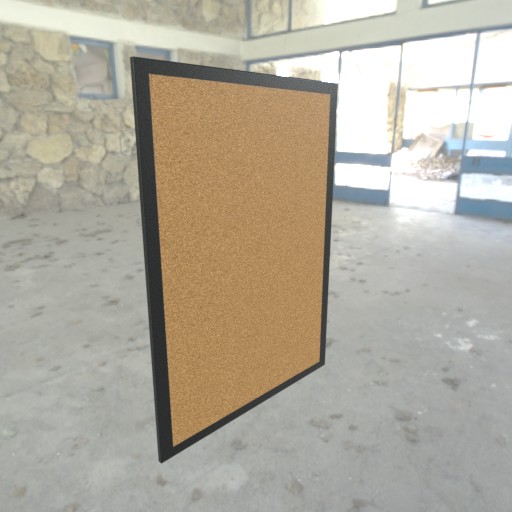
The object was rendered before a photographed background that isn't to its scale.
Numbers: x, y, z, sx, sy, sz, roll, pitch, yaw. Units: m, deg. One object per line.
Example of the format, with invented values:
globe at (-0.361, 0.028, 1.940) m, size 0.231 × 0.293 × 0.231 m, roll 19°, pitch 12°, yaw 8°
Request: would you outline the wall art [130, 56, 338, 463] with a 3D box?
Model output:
wall art at (0.000, 0.000, 1.258) m, size 0.013 × 0.967 × 0.707 m, roll 15°, pitch 21°, yaw 43°
